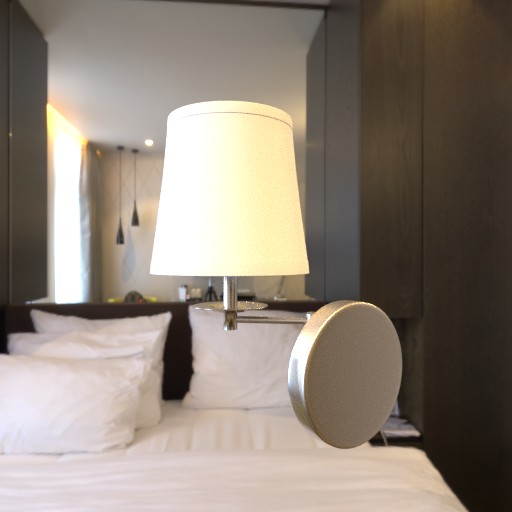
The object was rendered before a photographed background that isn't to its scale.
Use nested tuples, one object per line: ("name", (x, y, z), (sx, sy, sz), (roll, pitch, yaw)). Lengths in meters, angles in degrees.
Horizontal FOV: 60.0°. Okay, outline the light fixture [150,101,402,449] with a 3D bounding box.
("light fixture", (0.000, 0.000, 0.581), (0.223, 0.381, 0.348), (0, 0, -36))
